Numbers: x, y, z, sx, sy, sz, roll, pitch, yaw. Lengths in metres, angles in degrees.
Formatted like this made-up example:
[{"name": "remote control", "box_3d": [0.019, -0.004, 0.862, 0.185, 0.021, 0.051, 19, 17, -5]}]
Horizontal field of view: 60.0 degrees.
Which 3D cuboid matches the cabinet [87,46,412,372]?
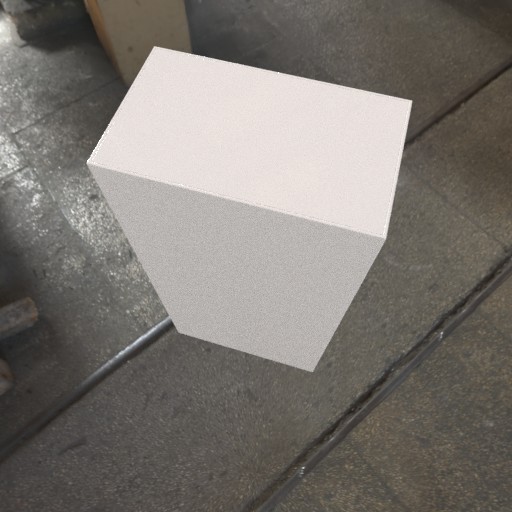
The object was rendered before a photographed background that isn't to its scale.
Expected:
[{"name": "cabinet", "box_3d": [0.000, 0.000, 2.364, 0.980, 1.920, 0.580, 15, 65, 7]}]
